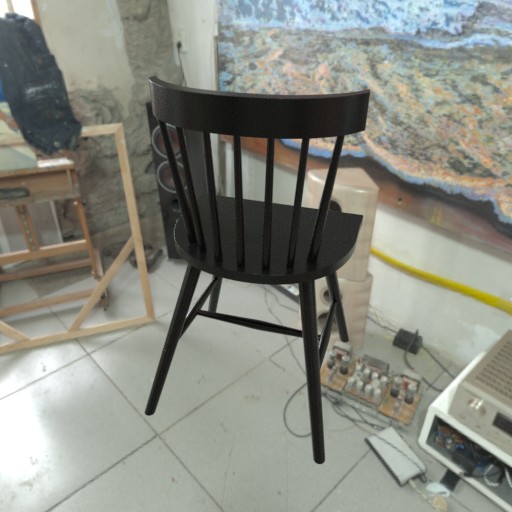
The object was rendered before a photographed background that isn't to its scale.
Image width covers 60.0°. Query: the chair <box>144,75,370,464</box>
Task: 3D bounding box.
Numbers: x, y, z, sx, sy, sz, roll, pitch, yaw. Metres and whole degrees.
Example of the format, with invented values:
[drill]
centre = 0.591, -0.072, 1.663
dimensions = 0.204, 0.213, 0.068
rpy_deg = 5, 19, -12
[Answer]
[chair]
centre = 0.000, 0.000, 1.130
dimensions = 0.506, 0.844, 0.483
rpy_deg = 10, 34, 15
